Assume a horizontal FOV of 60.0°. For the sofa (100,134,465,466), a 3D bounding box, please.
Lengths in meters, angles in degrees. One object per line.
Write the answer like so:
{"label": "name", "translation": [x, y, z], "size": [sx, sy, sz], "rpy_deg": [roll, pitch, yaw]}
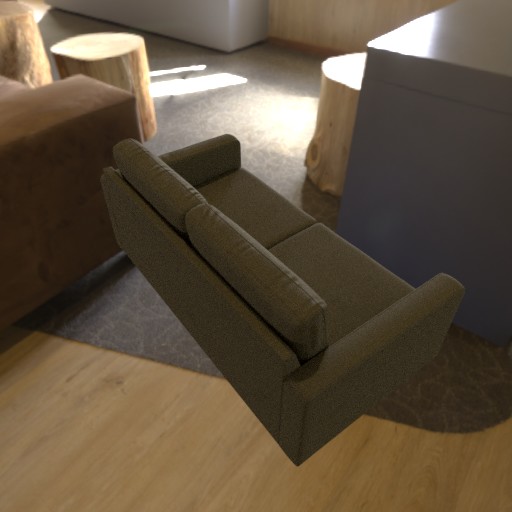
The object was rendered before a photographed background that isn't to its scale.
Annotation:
{"label": "sofa", "translation": [0.000, 0.000, 2.264], "size": [0.889, 0.897, 1.730], "rpy_deg": [-26, 48, -27]}
